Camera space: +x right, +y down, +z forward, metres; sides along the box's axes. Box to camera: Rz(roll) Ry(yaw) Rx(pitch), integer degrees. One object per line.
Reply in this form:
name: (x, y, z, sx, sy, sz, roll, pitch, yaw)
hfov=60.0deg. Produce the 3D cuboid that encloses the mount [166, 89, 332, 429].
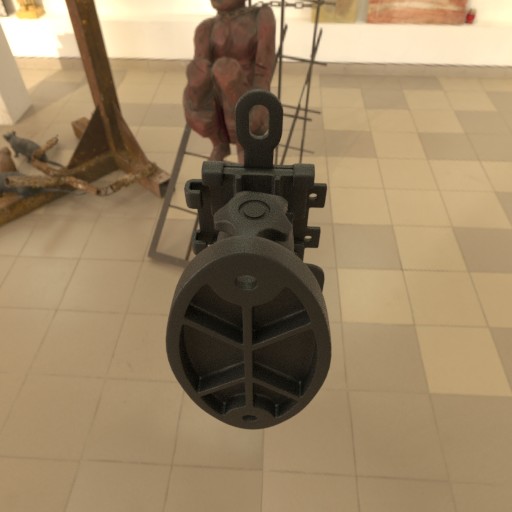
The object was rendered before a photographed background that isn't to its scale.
mount: (0.000, 0.000, 0.179, 0.066, 0.118, 0.100, 2, 47, 2)
